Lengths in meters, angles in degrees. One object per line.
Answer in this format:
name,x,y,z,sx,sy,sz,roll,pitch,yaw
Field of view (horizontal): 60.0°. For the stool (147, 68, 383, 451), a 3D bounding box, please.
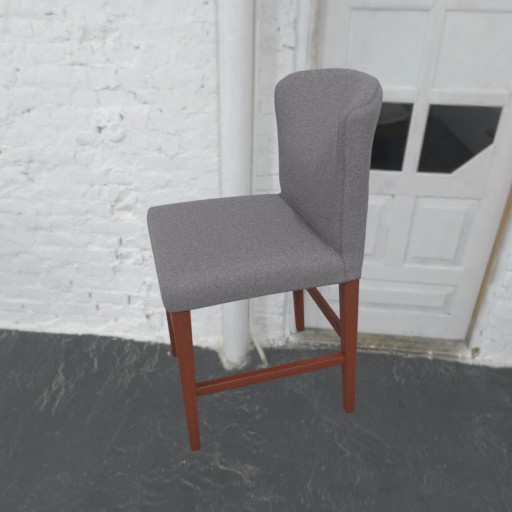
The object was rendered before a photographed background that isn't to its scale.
stool,0.000,0.000,1.269,0.568,0.968,0.481,-8,31,-14
